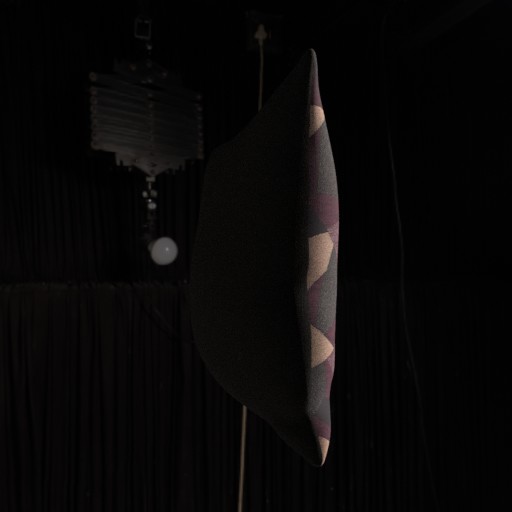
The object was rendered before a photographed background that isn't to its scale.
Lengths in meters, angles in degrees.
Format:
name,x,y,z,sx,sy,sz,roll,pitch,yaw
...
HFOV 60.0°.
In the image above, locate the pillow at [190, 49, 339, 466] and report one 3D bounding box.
name,x,y,z,sx,sy,sz,roll,pitch,yaw
pillow,0.000,0.000,0.754,0.208,0.496,0.503,0,0,-18
